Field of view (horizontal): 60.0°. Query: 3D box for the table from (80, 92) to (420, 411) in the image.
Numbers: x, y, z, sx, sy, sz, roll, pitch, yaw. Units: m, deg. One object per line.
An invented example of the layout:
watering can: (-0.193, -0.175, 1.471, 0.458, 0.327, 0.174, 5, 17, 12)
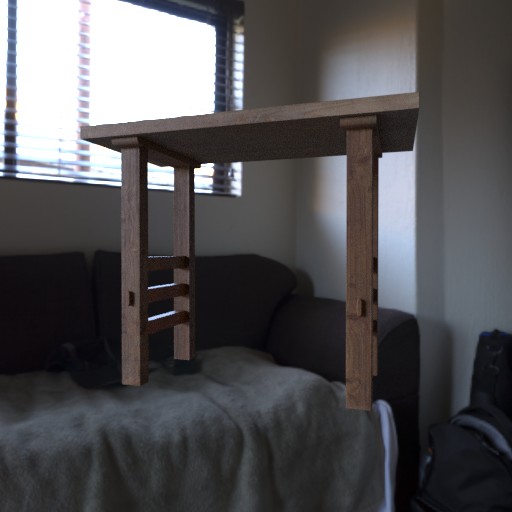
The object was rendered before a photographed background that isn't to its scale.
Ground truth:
table: (0.000, 0.000, 1.656, 1.119, 0.914, 0.556, 0, 1, 18)
